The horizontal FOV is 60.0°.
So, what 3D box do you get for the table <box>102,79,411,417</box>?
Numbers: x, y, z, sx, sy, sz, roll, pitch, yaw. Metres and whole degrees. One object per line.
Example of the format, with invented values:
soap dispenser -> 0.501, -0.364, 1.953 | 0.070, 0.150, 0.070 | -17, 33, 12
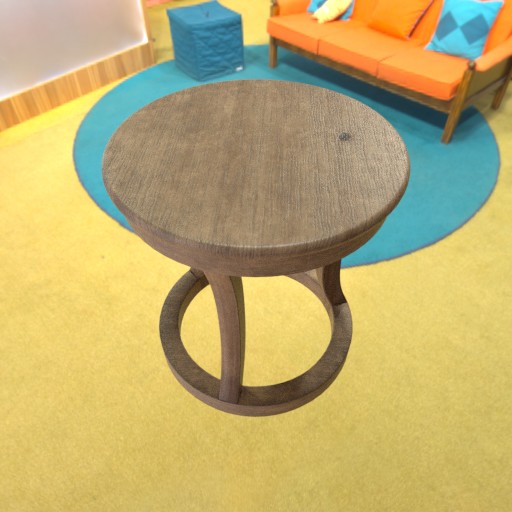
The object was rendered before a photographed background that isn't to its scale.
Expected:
table -> 0.000, 0.000, 0.797 | 0.432, 0.460, 0.432 | 0, 46, 0
